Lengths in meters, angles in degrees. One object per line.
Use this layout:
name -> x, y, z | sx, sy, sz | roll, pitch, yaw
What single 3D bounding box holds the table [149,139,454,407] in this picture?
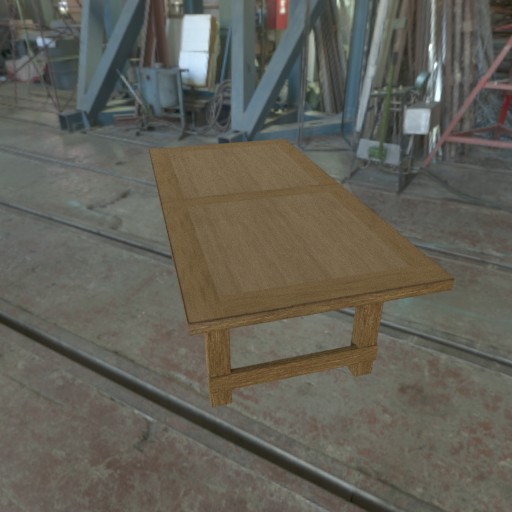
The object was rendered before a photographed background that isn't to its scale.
table -> 0.000, 0.000, 2.558 | 1.000, 0.762, 1.982 | -8, 31, -13
